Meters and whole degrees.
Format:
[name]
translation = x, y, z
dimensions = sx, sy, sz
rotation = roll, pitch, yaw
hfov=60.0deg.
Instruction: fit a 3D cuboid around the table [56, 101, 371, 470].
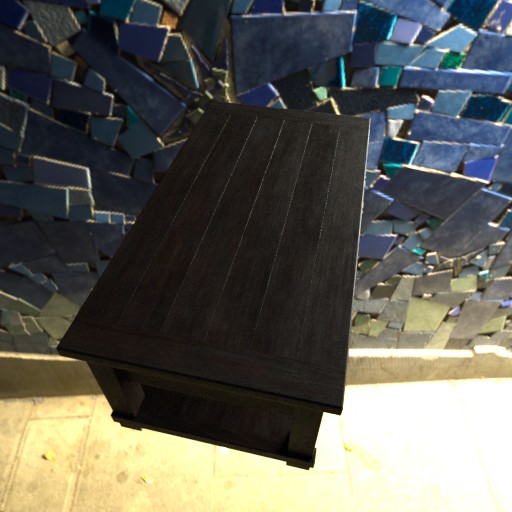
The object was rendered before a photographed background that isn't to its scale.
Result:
[table]
translation = 0.000, 0.000, 1.602
dimensions = 0.700, 0.494, 1.270
rotation = 9, 47, 9
